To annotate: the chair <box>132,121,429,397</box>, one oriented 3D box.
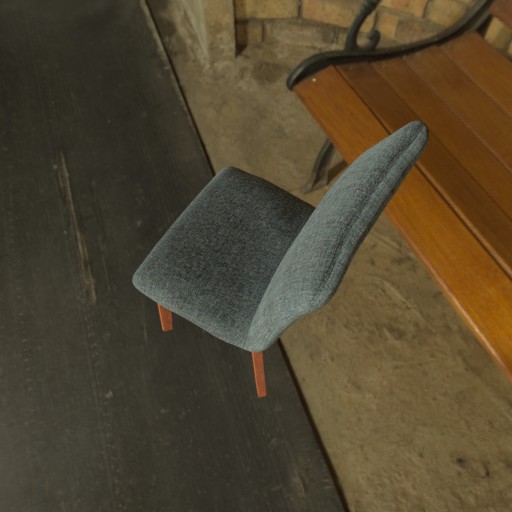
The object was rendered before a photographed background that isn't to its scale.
[{"bbox_3d":[0.000,0.000,1.282,0.563,0.974,0.522,29,66,14],"label":"chair"}]
